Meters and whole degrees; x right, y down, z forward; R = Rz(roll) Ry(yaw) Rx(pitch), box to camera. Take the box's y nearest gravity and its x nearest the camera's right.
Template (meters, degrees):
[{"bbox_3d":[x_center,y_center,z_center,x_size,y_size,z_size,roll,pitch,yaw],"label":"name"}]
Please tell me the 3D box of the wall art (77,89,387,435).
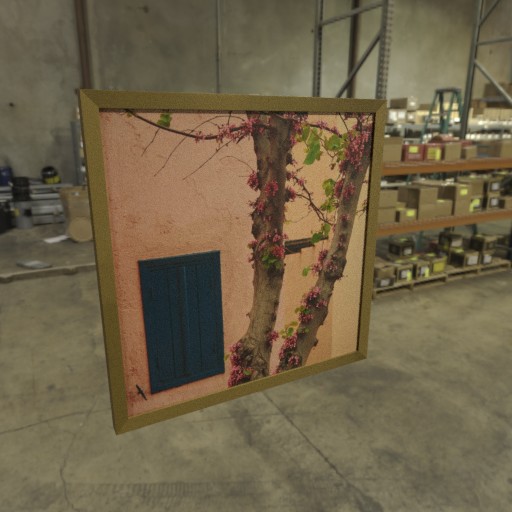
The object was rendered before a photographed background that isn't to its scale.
[{"bbox_3d":[0.000,0.000,1.118,0.762,0.762,0.038,-9,19,-27],"label":"wall art"}]
